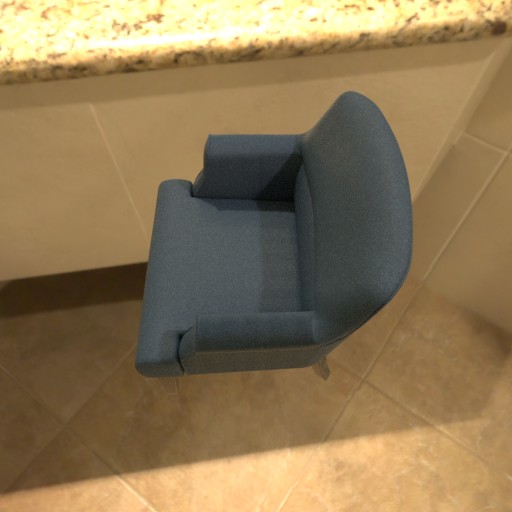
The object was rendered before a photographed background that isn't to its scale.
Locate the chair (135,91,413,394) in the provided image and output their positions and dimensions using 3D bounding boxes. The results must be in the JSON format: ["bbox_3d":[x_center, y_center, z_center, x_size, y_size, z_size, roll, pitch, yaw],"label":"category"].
[{"bbox_3d":[0.000,0.000,1.470,0.754,0.878,0.770,0,59,0],"label":"chair"}]
